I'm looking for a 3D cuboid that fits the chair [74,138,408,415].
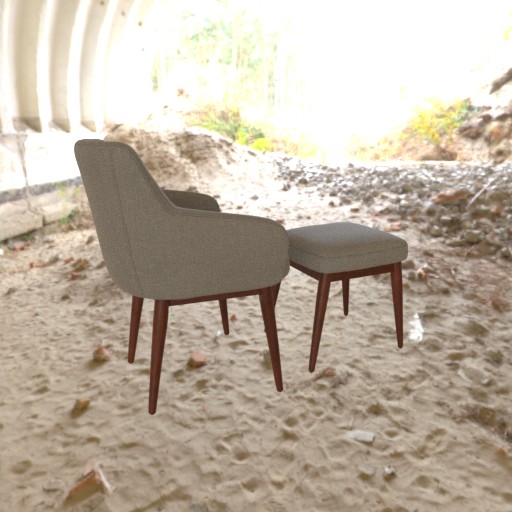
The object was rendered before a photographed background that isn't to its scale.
[{"bbox_3d":[0.000,0.000,1.550,1.107,0.799,0.584,-8,18,-25],"label":"chair"}]
